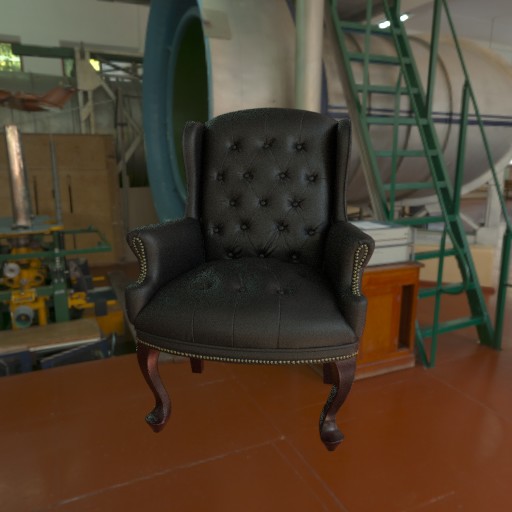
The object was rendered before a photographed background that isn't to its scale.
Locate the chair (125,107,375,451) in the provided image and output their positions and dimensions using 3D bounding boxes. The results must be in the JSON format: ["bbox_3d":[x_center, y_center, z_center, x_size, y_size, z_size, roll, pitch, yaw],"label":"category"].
[{"bbox_3d":[0.000,0.000,1.676,0.831,1.133,0.822,2,13,9],"label":"chair"}]
